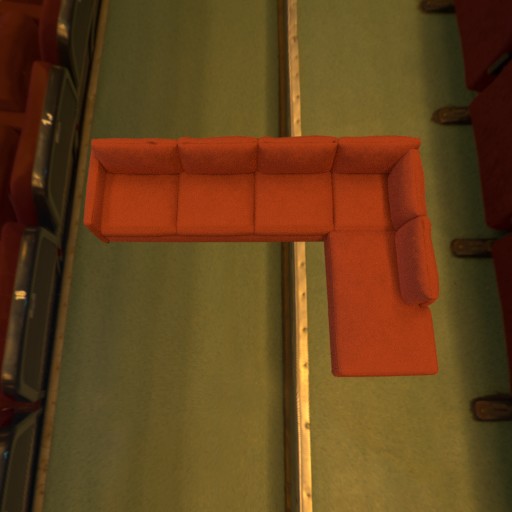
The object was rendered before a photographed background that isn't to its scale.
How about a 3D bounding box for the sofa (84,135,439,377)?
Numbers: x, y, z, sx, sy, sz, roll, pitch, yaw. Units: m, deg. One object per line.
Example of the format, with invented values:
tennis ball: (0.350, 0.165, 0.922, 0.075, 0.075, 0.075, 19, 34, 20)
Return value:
sofa: (0.000, 0.000, 3.556, 2.736, 0.757, 1.879, 0, 74, 0)
